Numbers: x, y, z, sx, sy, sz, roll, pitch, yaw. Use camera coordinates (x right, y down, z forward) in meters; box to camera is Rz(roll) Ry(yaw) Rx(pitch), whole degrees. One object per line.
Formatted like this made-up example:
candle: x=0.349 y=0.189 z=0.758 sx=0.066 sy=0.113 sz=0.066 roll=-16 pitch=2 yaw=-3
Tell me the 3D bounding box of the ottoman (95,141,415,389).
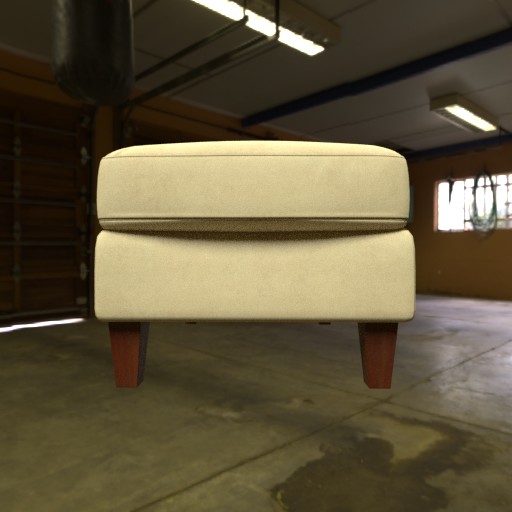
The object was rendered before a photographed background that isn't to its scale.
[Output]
ottoman: x=0.000 y=0.000 z=1.202 sx=0.584 sy=0.483 sz=0.864 roll=0 pitch=0 yaw=1
